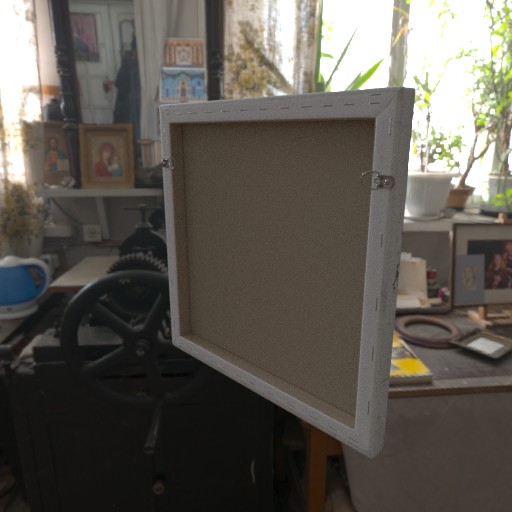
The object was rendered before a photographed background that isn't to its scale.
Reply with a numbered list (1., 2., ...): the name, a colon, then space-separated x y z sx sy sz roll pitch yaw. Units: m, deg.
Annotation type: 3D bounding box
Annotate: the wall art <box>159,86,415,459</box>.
1. wall art: 0.000 0.000 0.908 0.040 0.611 0.610 -15 21 -42
